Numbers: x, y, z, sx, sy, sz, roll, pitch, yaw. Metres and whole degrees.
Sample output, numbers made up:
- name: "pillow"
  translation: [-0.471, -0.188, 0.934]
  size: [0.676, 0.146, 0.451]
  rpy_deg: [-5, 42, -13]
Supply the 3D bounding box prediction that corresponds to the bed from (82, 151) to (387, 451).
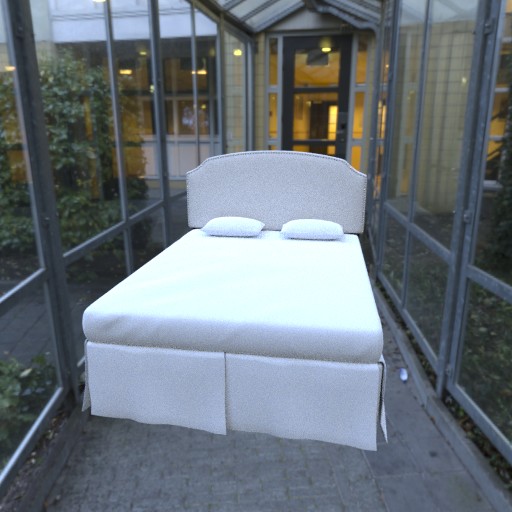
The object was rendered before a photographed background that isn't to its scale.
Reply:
- name: "bed"
  translation: [0.000, 0.000, 2.935]
  size: [1.558, 1.270, 1.999]
  rpy_deg: [3, 16, 9]
